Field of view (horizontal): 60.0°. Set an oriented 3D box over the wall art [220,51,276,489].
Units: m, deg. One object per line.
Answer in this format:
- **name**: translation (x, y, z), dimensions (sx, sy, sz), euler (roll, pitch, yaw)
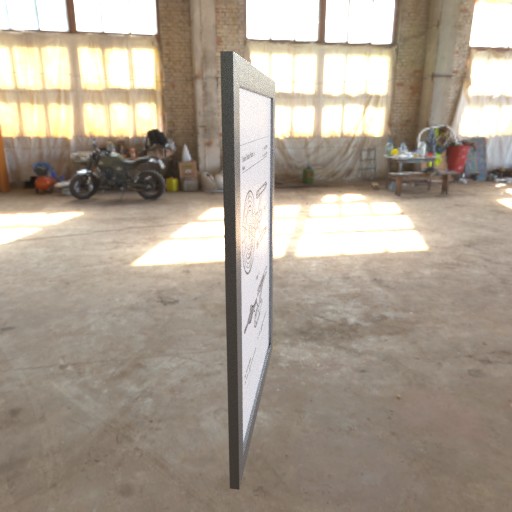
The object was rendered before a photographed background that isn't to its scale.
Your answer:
- **wall art**: translation (0.000, 0.000, 0.683), dimensions (0.013, 0.529, 0.376), euler (3, 17, 8)
